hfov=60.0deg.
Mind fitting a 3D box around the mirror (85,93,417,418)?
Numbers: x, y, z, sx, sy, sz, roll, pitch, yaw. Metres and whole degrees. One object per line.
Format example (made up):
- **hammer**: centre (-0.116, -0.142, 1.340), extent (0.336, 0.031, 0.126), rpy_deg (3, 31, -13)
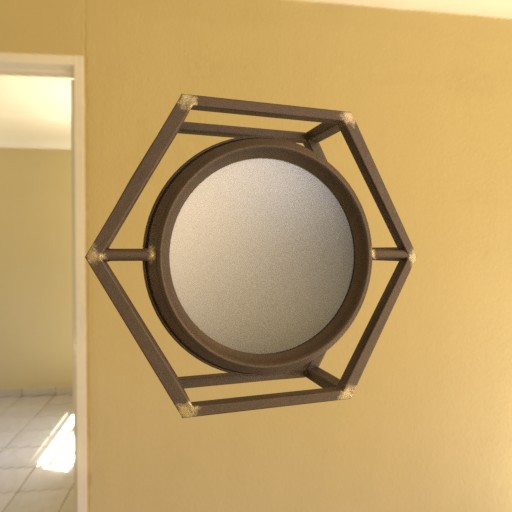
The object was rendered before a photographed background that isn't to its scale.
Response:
- **mirror**: centre (0.000, 0.000, 0.536), extent (0.380, 0.334, 0.119), rpy_deg (0, 1, -18)
